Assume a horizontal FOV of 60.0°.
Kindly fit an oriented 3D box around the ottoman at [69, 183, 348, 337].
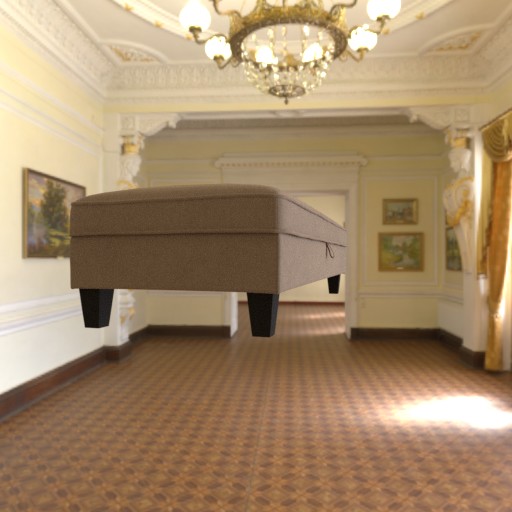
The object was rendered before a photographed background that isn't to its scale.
[{"bbox_3d":[0.000,0.000,2.085,0.735,0.460,1.726,0,0,17],"label":"ottoman"}]
